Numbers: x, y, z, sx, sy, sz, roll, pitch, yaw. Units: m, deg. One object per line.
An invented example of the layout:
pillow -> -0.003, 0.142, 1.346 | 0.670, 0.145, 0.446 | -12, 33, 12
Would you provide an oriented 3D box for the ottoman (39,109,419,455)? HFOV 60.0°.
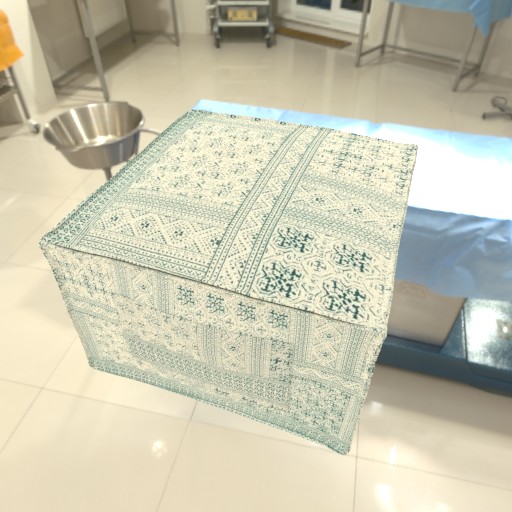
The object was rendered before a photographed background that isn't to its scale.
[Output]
ottoman -> 0.000, 0.000, 1.035 | 0.617, 0.439, 0.626 | 13, 43, 15
